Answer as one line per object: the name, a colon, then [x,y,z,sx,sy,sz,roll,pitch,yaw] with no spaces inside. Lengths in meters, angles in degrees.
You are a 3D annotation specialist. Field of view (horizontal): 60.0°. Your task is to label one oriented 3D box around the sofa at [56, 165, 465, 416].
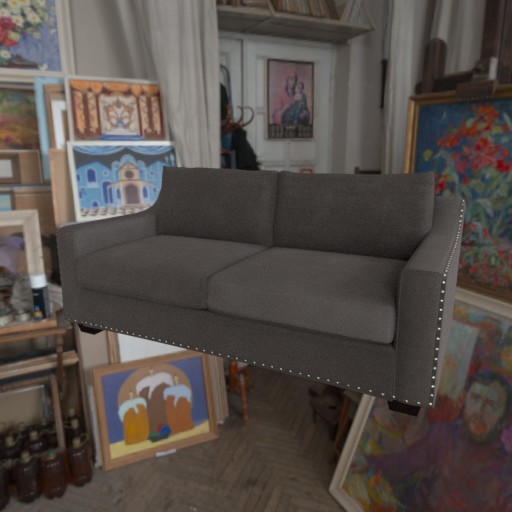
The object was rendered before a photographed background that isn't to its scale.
sofa: [0.000,0.000,3.116,2.550,1.196,1.336,7,15,26]
